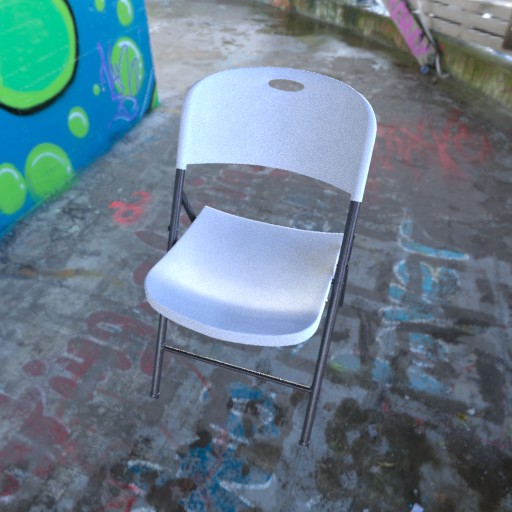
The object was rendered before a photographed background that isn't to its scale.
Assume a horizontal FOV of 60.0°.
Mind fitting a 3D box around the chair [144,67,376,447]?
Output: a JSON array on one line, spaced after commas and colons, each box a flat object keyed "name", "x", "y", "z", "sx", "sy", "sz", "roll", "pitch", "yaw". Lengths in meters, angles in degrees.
[{"name": "chair", "x": 0.000, "y": 0.000, "z": 1.199, "sx": 0.494, "sy": 0.810, "sz": 0.566, "roll": 13, "pitch": 44, "yaw": 13}]
